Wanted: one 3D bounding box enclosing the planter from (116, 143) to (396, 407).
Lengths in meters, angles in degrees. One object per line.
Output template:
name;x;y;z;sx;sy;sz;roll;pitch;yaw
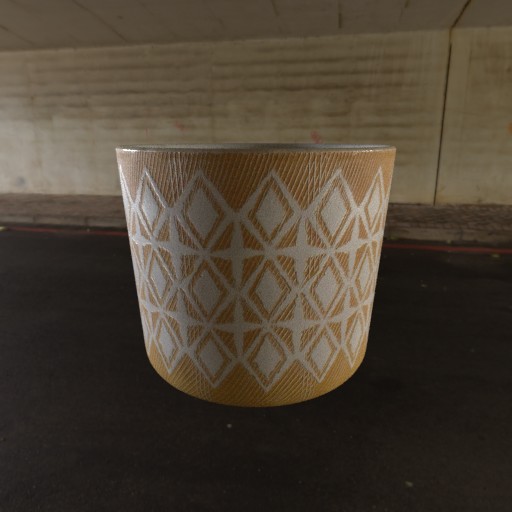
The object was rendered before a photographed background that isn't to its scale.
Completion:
planter;0.000;0.000;0.340;0.193;0.165;0.193;0;15;0
